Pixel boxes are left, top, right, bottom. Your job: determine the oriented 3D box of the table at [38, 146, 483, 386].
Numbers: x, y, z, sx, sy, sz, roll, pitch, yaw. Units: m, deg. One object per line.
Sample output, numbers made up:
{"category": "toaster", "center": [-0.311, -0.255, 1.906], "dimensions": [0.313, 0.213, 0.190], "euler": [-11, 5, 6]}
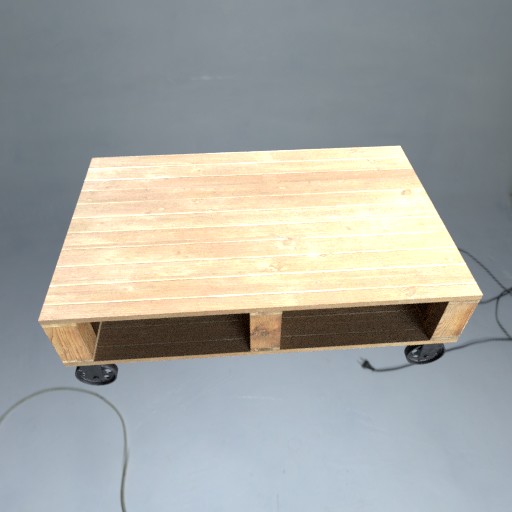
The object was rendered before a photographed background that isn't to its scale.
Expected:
{"category": "table", "center": [0.000, 0.000, 1.725], "dimensions": [1.299, 0.413, 0.827], "euler": [-3, 46, -3]}
